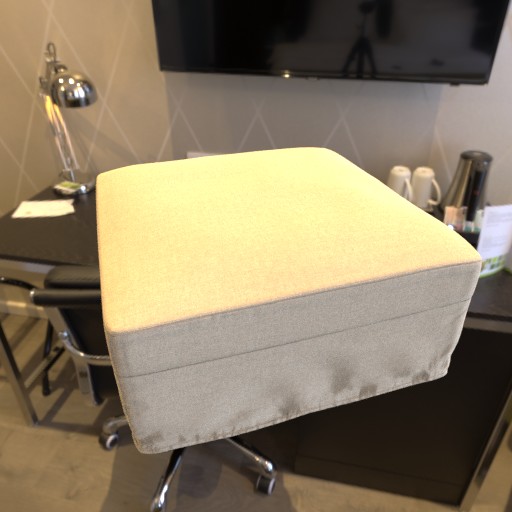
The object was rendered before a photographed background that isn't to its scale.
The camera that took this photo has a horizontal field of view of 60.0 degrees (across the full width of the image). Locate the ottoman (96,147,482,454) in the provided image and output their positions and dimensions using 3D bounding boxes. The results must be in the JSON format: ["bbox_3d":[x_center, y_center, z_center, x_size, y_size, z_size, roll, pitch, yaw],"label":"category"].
[{"bbox_3d":[0.000,0.000,1.293,0.840,0.436,0.843,-10,33,-15],"label":"ottoman"}]
